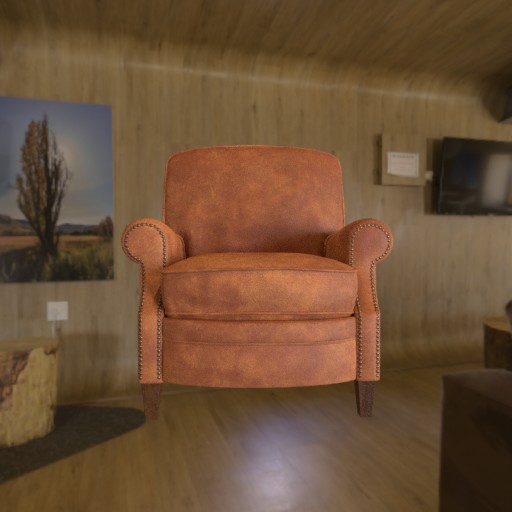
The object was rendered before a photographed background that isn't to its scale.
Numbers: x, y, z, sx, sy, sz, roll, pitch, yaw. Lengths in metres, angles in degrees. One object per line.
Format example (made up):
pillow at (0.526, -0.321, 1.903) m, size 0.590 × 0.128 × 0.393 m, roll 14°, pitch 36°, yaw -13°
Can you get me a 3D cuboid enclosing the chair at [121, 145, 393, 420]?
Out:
chair at (0.000, 0.000, 1.783) m, size 0.936 × 1.018 × 0.986 m, roll 0°, pitch 2°, yaw -2°
